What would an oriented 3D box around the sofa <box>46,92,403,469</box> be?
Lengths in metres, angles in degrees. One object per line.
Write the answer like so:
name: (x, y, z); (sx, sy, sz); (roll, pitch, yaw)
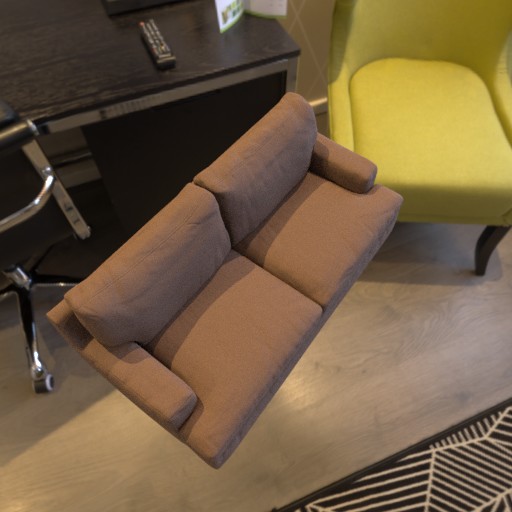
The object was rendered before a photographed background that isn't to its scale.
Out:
sofa: (0.000, 0.000, 2.890); (1.140, 0.950, 2.274); (32, 63, 19)
